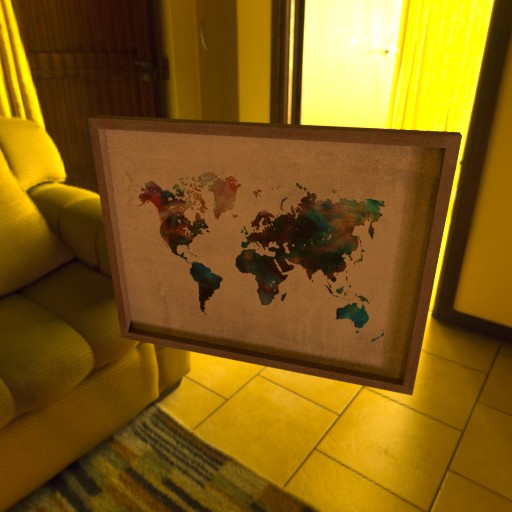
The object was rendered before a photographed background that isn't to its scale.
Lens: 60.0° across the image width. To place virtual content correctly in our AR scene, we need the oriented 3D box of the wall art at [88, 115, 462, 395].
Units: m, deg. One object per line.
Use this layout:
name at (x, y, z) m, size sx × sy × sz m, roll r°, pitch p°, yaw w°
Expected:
wall art at (0.000, 0.000, 1.750) m, size 1.320 × 1.009 × 0.070 m, roll 7°, pitch 26°, yaw 16°
